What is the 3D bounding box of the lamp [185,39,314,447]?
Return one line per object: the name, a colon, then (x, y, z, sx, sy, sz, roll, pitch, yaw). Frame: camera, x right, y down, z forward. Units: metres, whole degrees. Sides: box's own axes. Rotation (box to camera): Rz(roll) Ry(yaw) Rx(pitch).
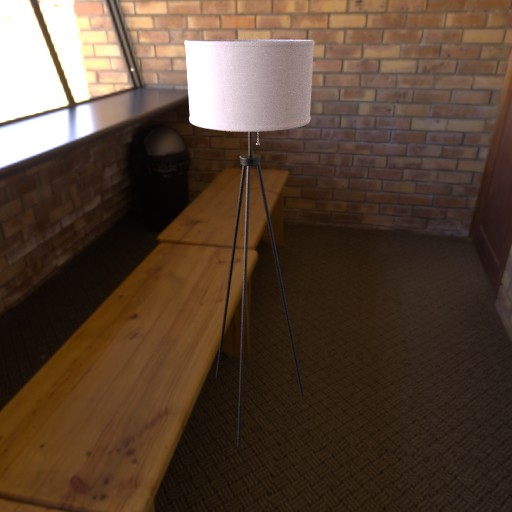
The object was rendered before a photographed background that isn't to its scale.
lamp: (0.000, 0.000, 1.765, 0.458, 1.545, 0.448, -10, 28, -18)
